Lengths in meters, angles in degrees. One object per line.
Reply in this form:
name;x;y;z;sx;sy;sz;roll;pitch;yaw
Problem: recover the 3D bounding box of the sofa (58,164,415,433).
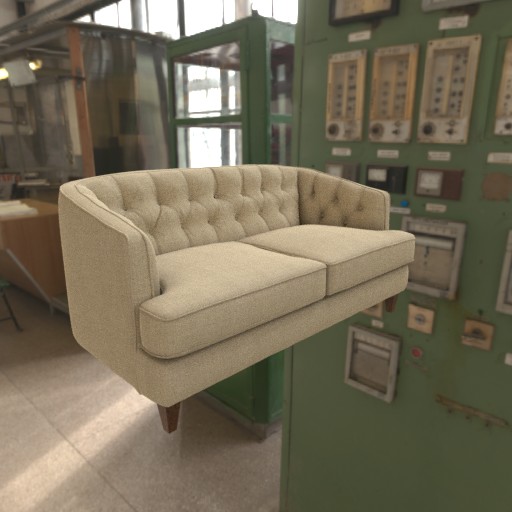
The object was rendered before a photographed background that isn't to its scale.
sofa;0.000;0.000;2.258;0.941;0.855;1.733;14;21;43
